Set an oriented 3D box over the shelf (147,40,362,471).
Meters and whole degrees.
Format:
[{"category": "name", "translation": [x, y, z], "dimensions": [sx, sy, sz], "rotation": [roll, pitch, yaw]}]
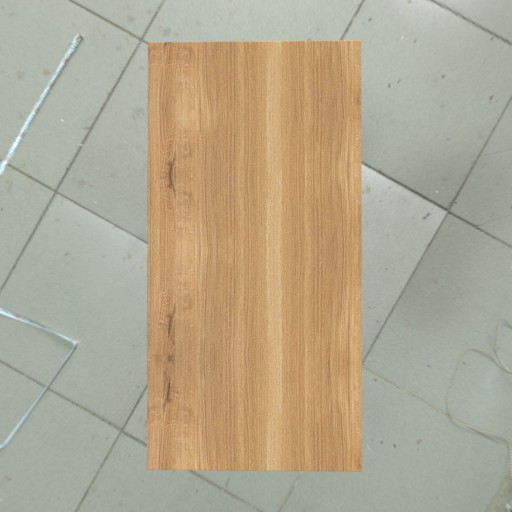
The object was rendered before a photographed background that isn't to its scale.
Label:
[{"category": "shelf", "translation": [0.000, 0.000, 1.024], "dimensions": [0.400, 0.400, 0.800], "rotation": [0, 89, 1]}]
